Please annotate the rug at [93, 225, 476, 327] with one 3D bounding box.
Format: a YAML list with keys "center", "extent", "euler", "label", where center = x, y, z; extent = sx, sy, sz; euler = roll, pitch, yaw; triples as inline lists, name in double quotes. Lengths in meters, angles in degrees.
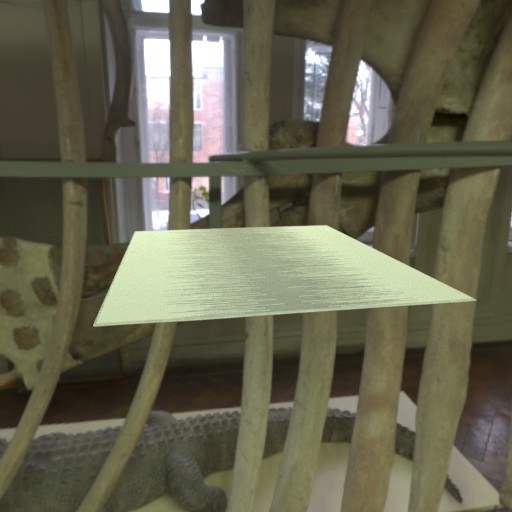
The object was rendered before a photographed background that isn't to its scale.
- center: [0.000, 0.000, 4.189]
  extent: [2.453, 0.010, 3.037]
  euler: [-2, 14, -10]
  label: "rug"
